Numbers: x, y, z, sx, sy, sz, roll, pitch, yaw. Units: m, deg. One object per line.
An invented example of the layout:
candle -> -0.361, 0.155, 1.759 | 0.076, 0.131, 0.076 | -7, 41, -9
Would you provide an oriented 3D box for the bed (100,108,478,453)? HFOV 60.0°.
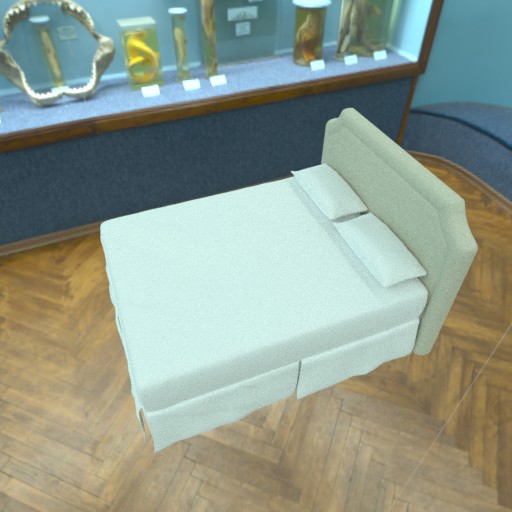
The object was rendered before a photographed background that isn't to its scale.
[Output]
bed -> 0.000, 0.000, 3.131 | 2.116, 1.290, 1.693 | -15, 46, -15
